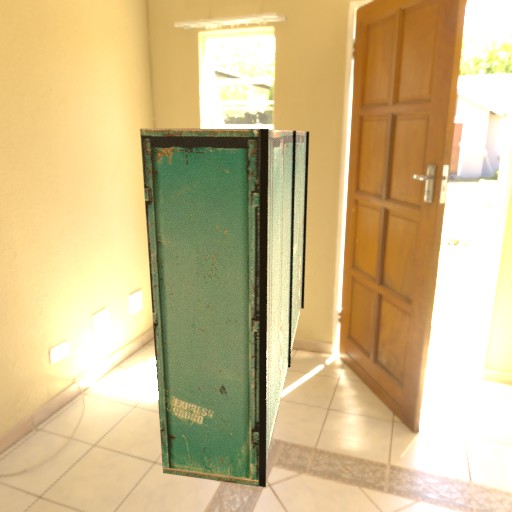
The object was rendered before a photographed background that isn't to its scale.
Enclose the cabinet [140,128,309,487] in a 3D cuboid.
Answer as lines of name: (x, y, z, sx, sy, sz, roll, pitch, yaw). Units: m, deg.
cabinet: (0.000, 0.000, 3.969, 0.680, 2.160, 3.001, 3, 16, 10)
